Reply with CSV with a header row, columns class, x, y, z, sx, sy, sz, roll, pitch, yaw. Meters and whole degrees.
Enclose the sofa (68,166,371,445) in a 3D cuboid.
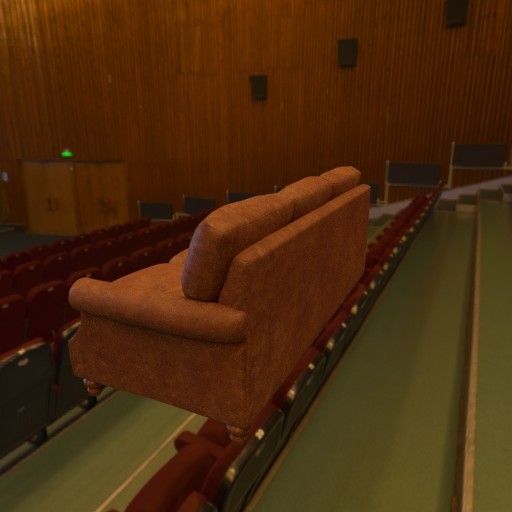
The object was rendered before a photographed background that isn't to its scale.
class,x,y,z,sx,sy,sz,roll,pitch,yaw
sofa,0.000,0.000,2.798,0.973,0.977,2.351,8,19,24
